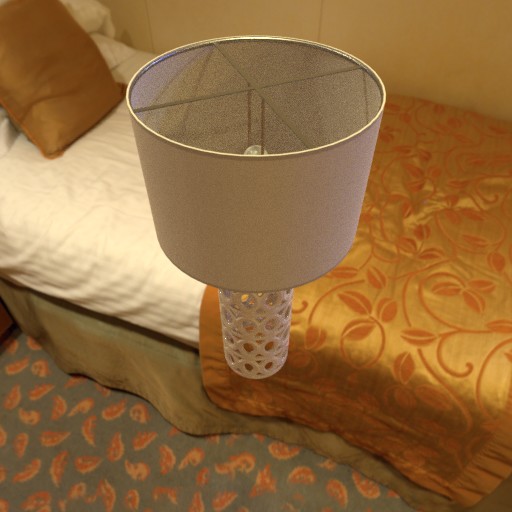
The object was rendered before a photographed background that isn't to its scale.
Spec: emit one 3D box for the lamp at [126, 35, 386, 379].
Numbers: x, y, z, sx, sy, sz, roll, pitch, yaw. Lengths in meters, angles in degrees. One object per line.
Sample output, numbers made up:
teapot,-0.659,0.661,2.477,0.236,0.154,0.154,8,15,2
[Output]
lamp,0.000,0.000,0.796,0.324,0.636,0.325,-17,49,-16
